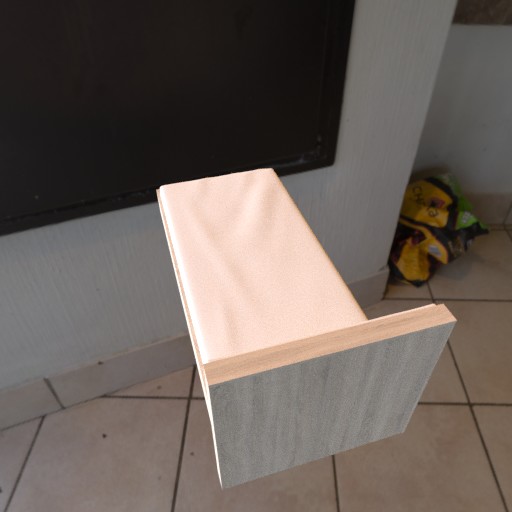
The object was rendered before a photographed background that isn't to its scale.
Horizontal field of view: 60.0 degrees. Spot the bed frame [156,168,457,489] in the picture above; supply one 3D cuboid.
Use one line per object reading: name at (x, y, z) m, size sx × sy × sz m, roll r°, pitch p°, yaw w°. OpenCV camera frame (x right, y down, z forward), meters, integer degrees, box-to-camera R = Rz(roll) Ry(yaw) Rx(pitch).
bed frame at (0.000, 0.000, 2.690) m, size 0.990 × 0.920 × 2.140 m, roll -12°, pitch 43°, yaw -12°
